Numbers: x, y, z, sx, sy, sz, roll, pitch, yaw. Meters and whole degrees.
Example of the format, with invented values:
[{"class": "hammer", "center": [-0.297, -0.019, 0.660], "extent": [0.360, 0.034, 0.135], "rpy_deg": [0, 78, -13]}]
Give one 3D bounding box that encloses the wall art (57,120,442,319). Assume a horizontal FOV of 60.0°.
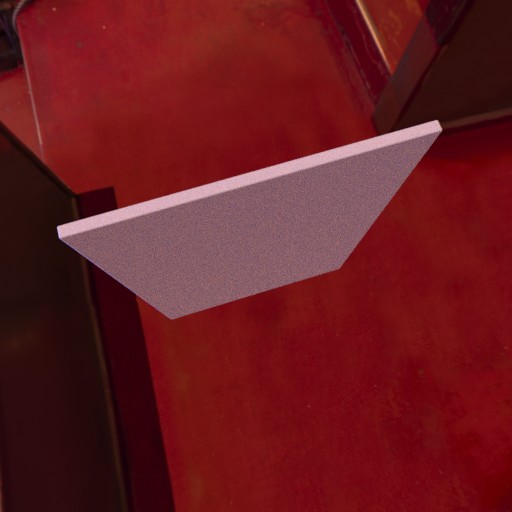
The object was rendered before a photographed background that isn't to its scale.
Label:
[{"class": "wall art", "center": [0.000, 0.000, 0.596], "extent": [0.329, 0.482, 0.011], "rpy_deg": [-17, 75, -5]}]
